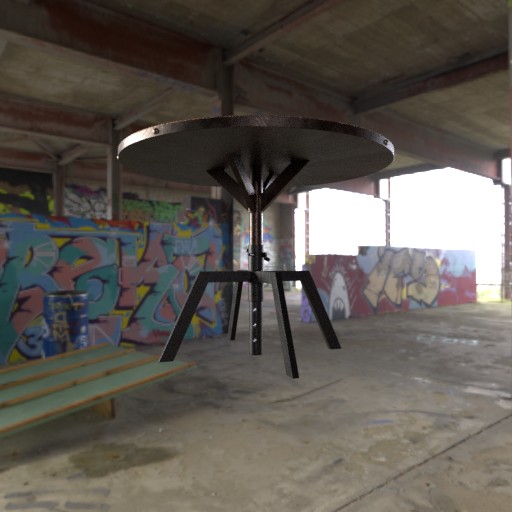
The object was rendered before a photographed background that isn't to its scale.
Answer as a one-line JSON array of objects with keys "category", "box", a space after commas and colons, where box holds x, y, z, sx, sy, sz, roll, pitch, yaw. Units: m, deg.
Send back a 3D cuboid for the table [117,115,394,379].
[{"category": "table", "box": [0.000, 0.000, 1.484, 0.885, 0.658, 0.885, 0, -1, 0]}]
